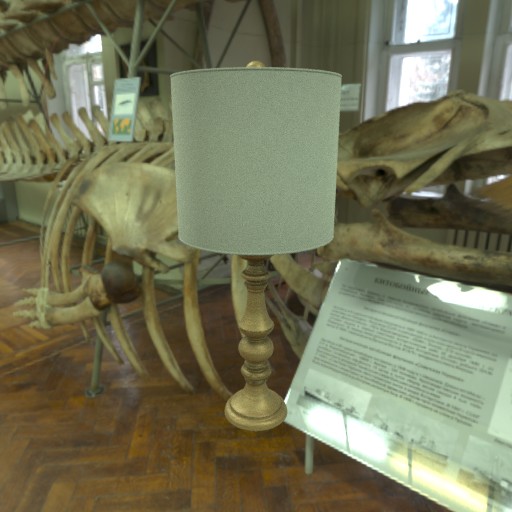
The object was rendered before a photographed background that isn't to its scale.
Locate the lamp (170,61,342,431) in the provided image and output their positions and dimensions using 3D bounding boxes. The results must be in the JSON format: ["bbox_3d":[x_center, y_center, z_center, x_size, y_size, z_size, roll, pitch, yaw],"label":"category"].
[{"bbox_3d":[0.000,0.000,0.736,0.250,0.597,0.250,3,17,9],"label":"lamp"}]
